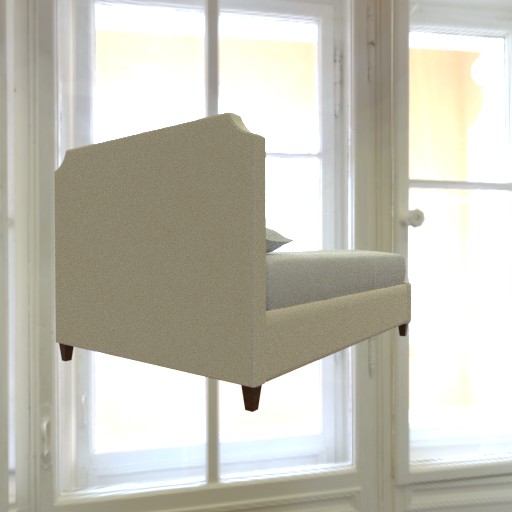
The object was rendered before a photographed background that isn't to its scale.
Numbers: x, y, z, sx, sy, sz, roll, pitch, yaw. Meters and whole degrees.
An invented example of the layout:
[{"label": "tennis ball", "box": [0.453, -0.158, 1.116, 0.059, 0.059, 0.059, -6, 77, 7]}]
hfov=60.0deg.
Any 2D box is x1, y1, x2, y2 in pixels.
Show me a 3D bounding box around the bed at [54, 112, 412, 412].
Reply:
[{"label": "bed", "box": [0.000, 0.000, 3.450, 1.703, 1.415, 2.329, 1, 1, 36]}]
